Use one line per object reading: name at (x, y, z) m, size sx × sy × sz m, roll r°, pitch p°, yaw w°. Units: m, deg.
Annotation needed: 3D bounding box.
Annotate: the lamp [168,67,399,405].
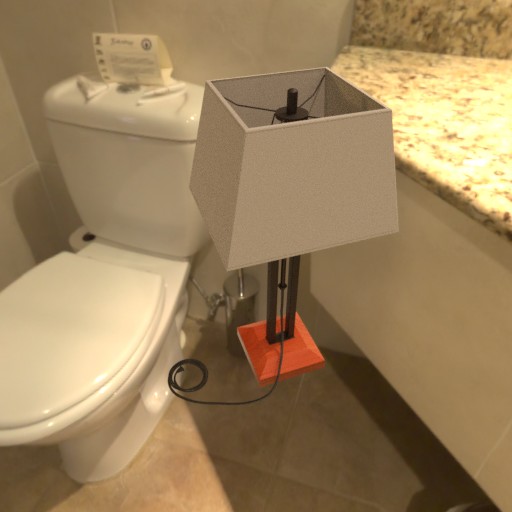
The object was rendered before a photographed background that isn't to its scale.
lamp at (0.000, 0.000, 1.007) m, size 0.498 × 0.737 × 0.310 m, roll -12°, pitch 41°, yaw -15°
